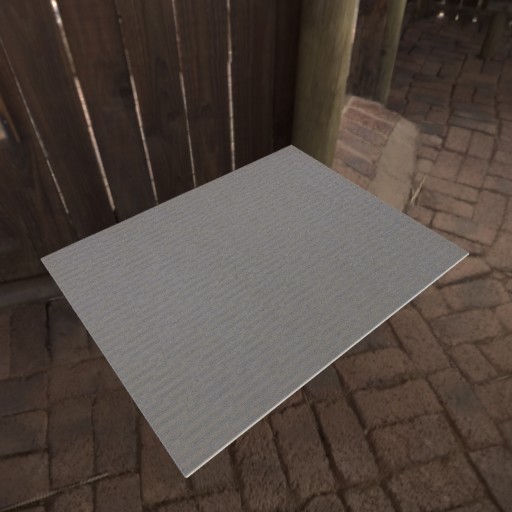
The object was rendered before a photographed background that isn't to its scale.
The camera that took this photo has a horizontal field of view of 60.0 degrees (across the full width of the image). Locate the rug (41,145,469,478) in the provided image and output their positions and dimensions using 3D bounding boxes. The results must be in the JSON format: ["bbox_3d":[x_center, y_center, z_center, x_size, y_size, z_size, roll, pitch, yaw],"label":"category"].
[{"bbox_3d":[0.000,0.000,4.017,3.055,0.021,2.410,-30,52,-27],"label":"rug"}]
